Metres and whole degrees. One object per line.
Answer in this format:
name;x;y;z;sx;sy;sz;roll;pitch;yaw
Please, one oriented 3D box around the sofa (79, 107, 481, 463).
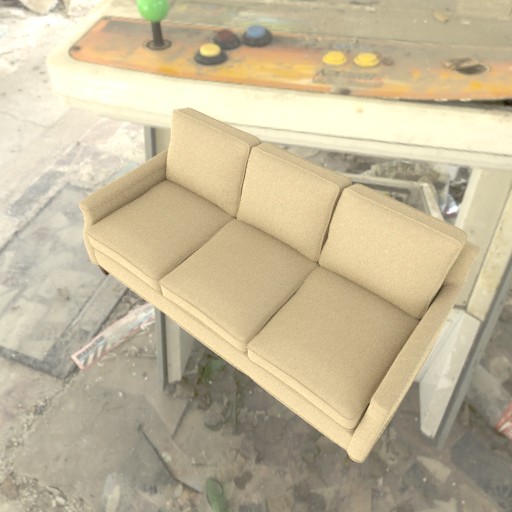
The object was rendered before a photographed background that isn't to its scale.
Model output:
sofa;0.000;0.000;2.741;2.246;1.003;1.084;31;54;25
